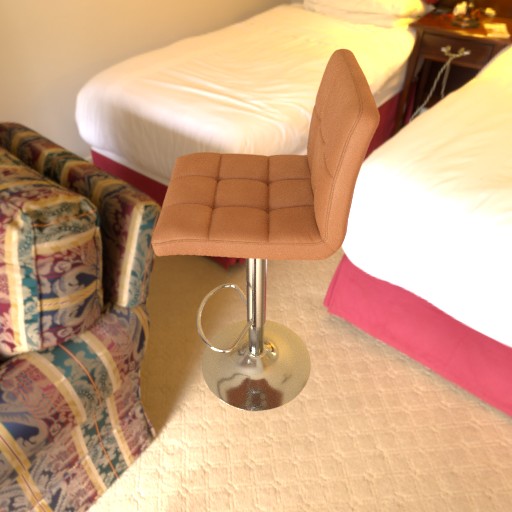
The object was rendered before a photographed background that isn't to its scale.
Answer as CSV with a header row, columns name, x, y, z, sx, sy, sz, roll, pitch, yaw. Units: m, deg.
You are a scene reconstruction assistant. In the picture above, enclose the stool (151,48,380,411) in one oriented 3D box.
name,x,y,z,sx,sy,sz,roll,pitch,yaw
stool,0.000,0.000,1.368,0.505,1.115,0.430,1,42,1
